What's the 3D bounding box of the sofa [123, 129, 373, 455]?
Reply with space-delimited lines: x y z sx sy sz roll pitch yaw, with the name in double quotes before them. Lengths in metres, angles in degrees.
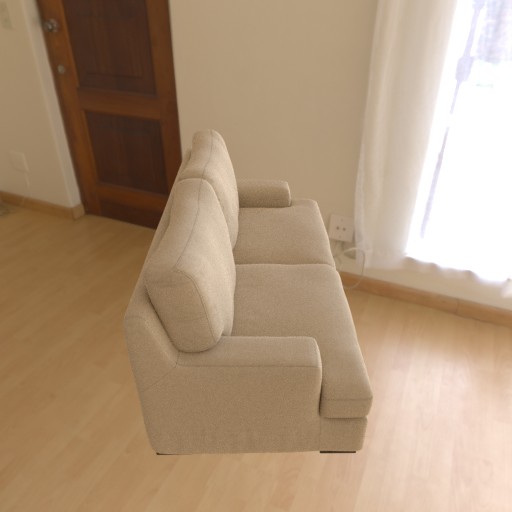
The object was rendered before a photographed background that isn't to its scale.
"sofa" 0.000 0.000 2.486 0.962 0.967 1.885 0 32 -1
